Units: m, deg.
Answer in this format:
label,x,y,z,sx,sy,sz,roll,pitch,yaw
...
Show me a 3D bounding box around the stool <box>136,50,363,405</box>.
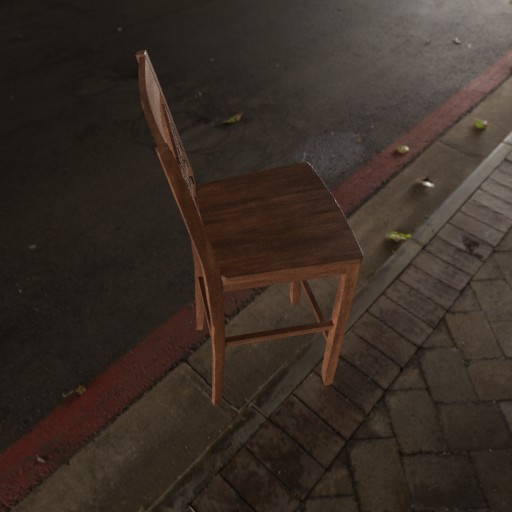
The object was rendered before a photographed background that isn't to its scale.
label,x,y,z,sx,sy,sz,roll,pitch,yaw
stool,0.000,0.000,1.345,0.487,1.105,0.433,-11,48,-10
